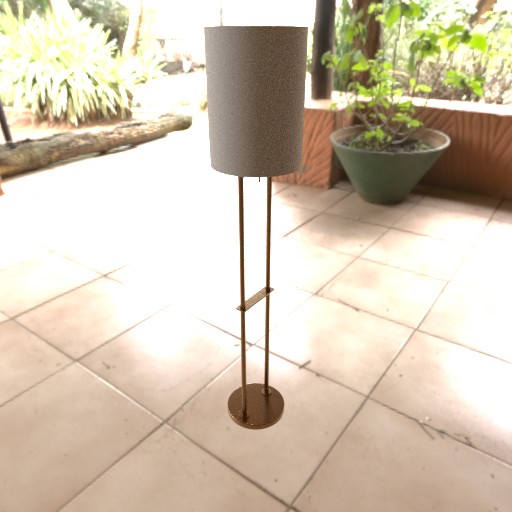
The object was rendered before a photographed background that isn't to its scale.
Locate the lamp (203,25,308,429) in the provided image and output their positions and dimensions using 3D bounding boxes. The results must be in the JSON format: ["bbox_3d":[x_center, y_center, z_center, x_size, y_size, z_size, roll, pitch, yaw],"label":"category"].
[{"bbox_3d":[0.000,0.000,1.631,0.305,1.500,0.306,18,32,31],"label":"lamp"}]
